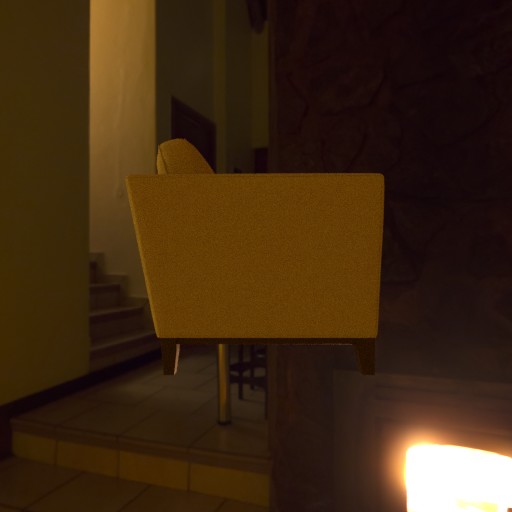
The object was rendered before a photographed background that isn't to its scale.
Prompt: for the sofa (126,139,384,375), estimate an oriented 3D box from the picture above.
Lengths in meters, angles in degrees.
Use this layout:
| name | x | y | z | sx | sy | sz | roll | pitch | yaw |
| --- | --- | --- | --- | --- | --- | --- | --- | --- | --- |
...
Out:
| name | x | y | z | sx | sy | sz | roll | pitch | yaw |
| --- | --- | --- | --- | --- | --- | --- | --- | --- | --- |
| sofa | 0.000 | 0.000 | 2.819 | 0.965 | 0.940 | 2.388 | 0 | 0 | 0 |
